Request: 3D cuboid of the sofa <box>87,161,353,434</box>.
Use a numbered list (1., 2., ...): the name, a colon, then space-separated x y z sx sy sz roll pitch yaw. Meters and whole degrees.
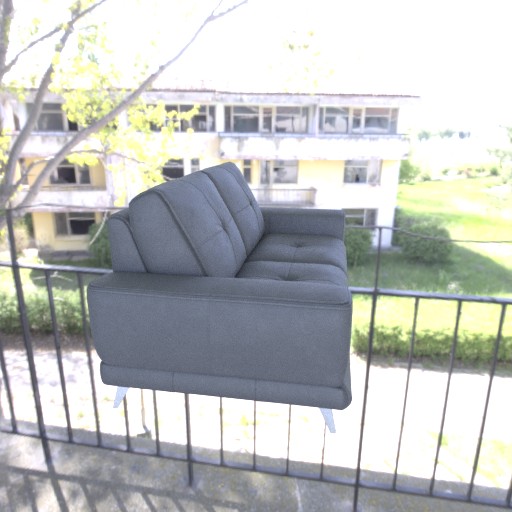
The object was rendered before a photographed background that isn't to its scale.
1. sofa: 0.000 0.000 2.429 1.018 0.907 1.806 3 17 10
